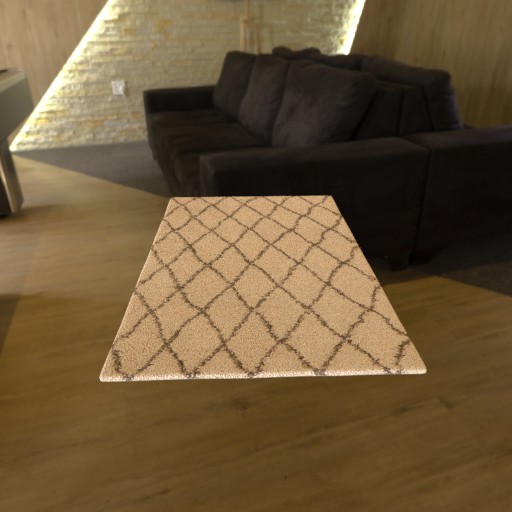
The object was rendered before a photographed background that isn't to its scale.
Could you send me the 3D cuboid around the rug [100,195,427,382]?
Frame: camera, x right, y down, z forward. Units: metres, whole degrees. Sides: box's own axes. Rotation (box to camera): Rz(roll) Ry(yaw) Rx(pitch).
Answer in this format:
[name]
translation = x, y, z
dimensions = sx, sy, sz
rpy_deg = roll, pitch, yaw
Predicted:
[rug]
translation = 0.000, 0.000, 3.131
dimensions = 1.524, 0.030, 2.438
rpy_deg = -1, 27, -2
